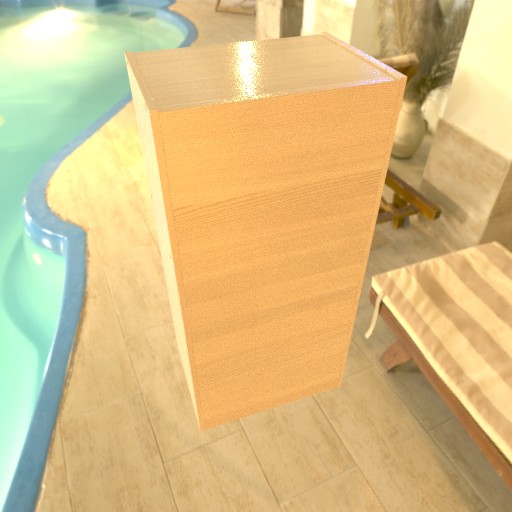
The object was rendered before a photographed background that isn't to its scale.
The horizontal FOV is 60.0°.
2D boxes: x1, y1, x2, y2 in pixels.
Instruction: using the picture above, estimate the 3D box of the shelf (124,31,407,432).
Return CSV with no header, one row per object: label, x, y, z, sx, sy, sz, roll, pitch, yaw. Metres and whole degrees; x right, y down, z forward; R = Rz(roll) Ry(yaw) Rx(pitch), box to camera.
shelf,0.000,0.000,1.051,0.417,0.876,0.292,-13,42,-15
